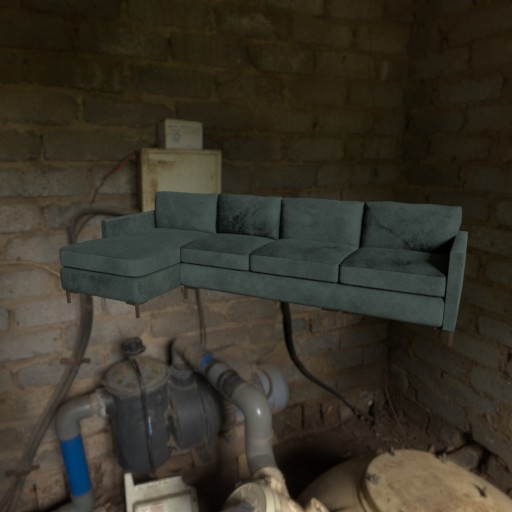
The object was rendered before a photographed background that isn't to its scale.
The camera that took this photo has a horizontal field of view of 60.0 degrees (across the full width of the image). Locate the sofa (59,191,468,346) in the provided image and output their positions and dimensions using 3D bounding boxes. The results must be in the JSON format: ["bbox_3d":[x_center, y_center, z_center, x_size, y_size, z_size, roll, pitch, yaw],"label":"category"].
[{"bbox_3d":[0.000,0.000,4.008,3.400,0.967,1.500,7,15,26],"label":"sofa"}]
